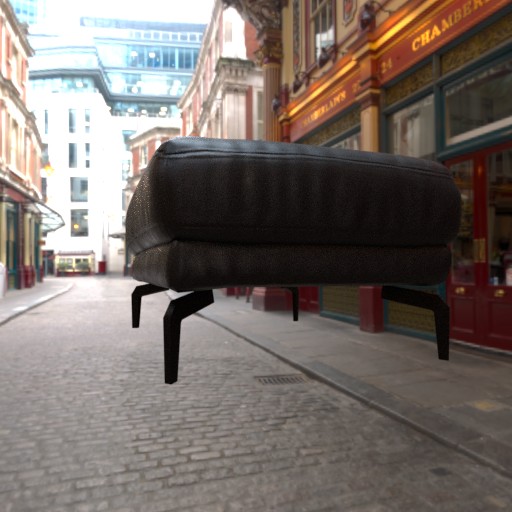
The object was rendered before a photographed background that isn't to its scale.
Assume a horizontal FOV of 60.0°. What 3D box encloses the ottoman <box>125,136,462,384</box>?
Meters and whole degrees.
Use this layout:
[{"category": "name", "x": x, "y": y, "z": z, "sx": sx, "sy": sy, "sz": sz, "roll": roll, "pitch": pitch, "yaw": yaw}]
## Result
[{"category": "ottoman", "x": 0.000, "y": 0.000, "z": 1.058, "sx": 0.570, "sy": 0.402, "sz": 0.764, "roll": 1, "pitch": -2, "yaw": -20}]
